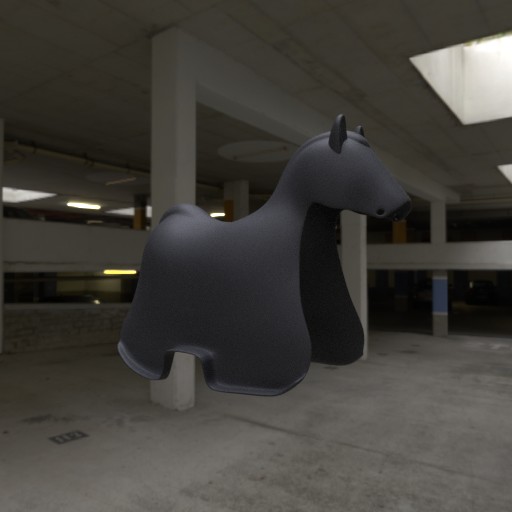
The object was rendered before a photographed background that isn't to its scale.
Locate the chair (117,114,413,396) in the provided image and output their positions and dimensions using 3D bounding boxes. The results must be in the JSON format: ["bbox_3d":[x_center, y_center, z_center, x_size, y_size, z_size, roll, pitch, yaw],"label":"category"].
[{"bbox_3d":[0.000,0.000,1.161,0.800,0.612,0.429,-1,-1,36],"label":"chair"}]
